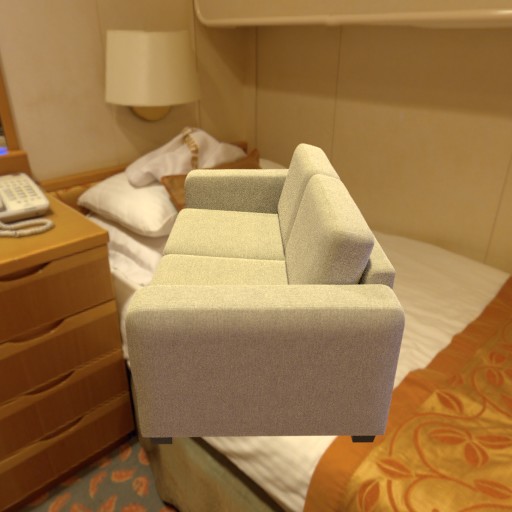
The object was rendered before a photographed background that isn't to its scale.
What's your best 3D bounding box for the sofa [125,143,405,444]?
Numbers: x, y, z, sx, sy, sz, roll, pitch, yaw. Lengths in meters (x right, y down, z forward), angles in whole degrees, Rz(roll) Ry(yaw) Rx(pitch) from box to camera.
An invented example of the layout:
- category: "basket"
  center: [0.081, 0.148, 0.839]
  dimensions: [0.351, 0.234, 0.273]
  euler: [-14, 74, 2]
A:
- category: "sofa"
  center: [0.000, 0.000, 2.073]
  dimensions: [0.900, 0.800, 1.540]
  euler: [0, 27, -1]
